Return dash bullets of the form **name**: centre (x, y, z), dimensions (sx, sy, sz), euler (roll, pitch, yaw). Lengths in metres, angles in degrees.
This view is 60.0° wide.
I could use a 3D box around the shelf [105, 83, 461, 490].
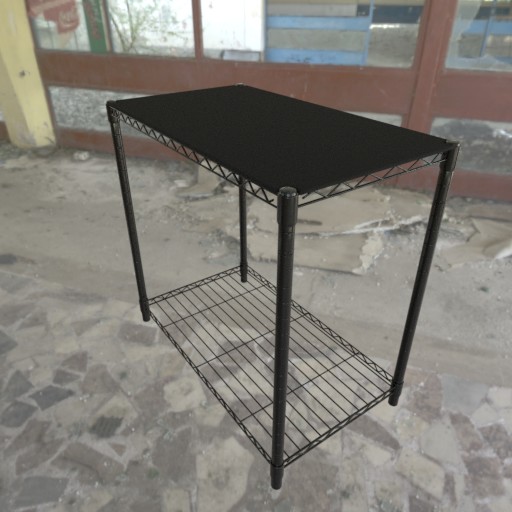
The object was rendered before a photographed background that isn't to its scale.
- **shelf**: centre (0.000, 0.000, 0.919), dimensions (0.338, 0.564, 0.589), euler (-20, 37, -30)
